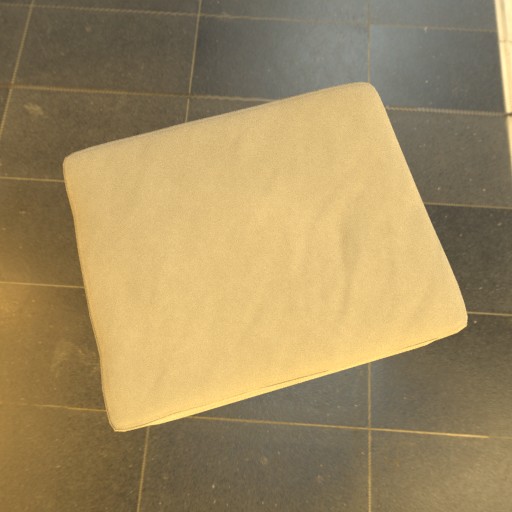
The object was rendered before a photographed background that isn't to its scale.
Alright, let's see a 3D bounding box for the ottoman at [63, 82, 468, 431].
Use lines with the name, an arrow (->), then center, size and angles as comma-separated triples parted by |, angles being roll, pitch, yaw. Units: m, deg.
ottoman -> 0.000, 0.000, 1.441 | 1.002, 0.492, 0.836 | -15, 75, -4
